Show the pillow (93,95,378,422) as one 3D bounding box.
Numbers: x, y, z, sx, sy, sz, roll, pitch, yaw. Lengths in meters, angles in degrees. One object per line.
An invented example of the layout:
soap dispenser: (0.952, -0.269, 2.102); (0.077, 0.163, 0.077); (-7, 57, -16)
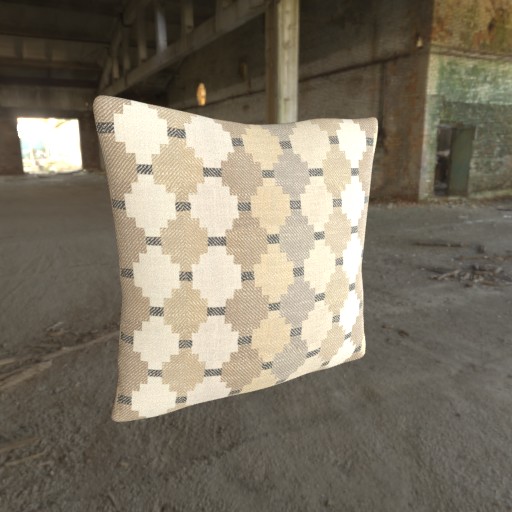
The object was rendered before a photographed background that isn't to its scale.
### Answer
pillow: (0.000, 0.000, 0.855); (0.578, 0.558, 0.192); (-7, 15, -27)
